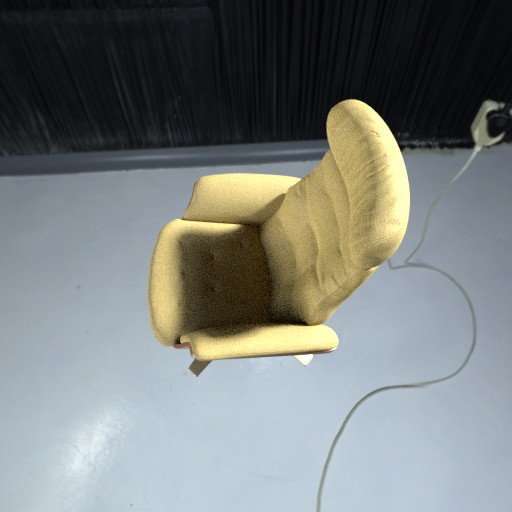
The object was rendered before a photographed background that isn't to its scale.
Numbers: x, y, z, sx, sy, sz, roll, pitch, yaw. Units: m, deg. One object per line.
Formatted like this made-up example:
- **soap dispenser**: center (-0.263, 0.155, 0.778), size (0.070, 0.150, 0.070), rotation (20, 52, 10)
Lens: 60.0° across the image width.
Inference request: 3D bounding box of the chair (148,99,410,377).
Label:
- **chair**: center (0.000, 0.000, 1.615), size (0.837, 0.995, 0.785), rotation (-3, 58, -2)
